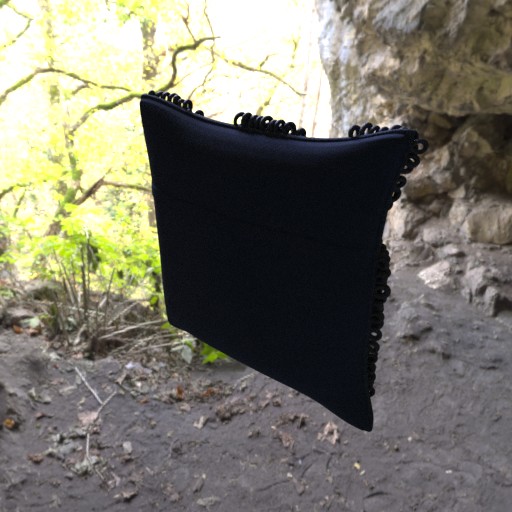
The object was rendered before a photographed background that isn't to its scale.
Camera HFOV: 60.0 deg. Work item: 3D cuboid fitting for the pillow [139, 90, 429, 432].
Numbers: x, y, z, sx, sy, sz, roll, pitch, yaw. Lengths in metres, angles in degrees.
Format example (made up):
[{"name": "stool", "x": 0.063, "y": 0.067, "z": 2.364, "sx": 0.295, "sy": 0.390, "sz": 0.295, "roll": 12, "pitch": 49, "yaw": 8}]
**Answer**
[{"name": "pillow", "x": 0.000, "y": 0.000, "z": 0.710, "sx": 0.469, "sy": 0.466, "sz": 0.172, "roll": 20, "pitch": 35, "yaw": 32}]
